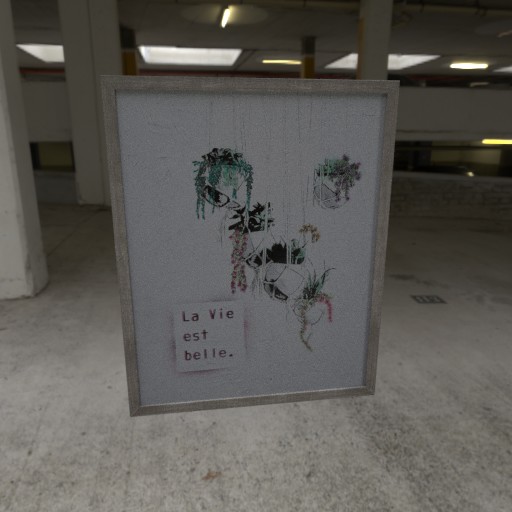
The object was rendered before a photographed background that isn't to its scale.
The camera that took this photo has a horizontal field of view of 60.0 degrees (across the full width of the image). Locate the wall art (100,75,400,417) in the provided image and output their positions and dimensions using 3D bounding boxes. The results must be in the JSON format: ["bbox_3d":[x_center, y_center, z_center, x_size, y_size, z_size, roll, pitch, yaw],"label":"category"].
[{"bbox_3d":[0.000,0.000,0.700,0.421,0.521,0.032,-2,16,-9],"label":"wall art"}]
